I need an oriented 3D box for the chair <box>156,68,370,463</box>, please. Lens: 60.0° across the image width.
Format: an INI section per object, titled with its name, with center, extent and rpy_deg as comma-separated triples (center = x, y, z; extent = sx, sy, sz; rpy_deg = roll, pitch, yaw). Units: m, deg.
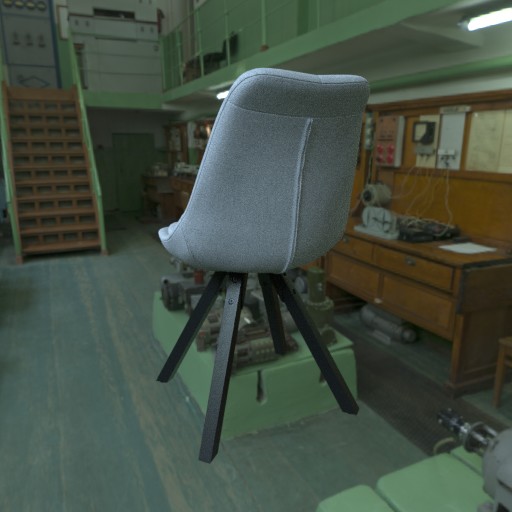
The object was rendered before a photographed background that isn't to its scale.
[chair]
center = 0.000, 0.000, 1.177
extent = 0.485, 0.850, 0.550
rpy_deg = -7, 16, -26
